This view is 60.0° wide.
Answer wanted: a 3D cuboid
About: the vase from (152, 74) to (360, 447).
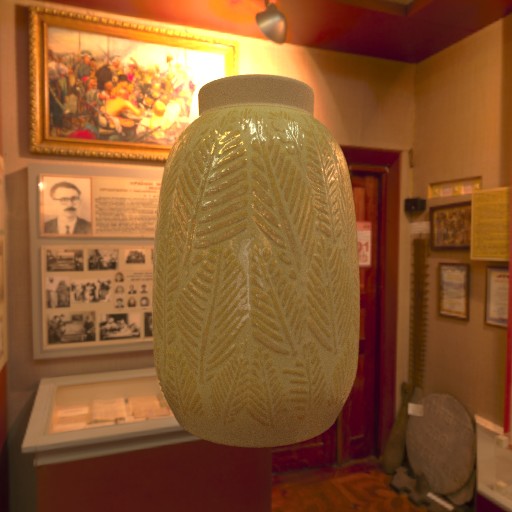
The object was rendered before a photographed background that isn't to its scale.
[{"bbox_3d":[0.000,0.000,0.375,0.172,0.270,0.172,0,2,0],"label":"vase"}]
